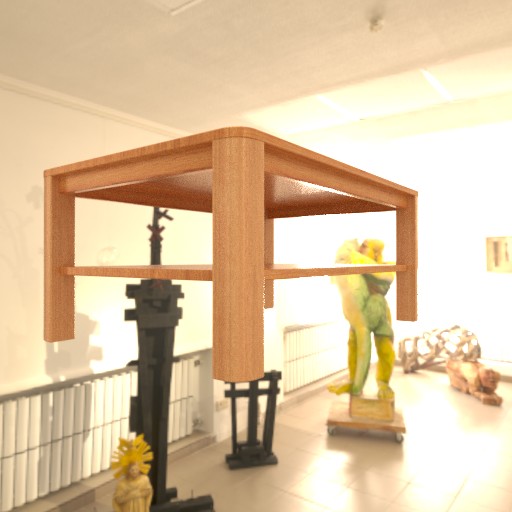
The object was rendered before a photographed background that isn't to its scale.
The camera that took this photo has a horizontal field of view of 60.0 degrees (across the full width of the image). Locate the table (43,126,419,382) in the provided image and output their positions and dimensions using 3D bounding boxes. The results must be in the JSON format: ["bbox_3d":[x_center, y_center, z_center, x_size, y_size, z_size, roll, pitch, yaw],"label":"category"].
[{"bbox_3d":[0.000,0.000,1.357,0.696,0.445,0.997,0,0,37],"label":"table"}]
